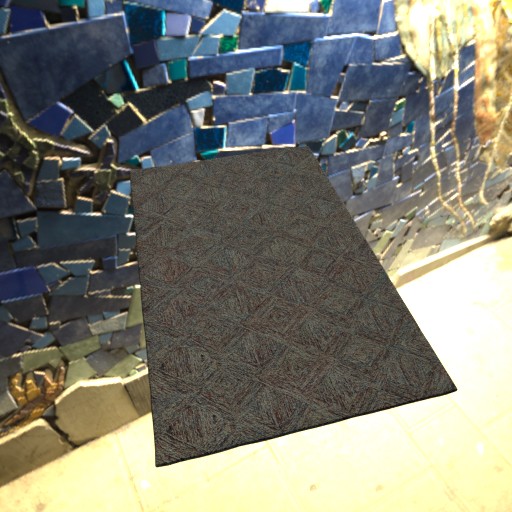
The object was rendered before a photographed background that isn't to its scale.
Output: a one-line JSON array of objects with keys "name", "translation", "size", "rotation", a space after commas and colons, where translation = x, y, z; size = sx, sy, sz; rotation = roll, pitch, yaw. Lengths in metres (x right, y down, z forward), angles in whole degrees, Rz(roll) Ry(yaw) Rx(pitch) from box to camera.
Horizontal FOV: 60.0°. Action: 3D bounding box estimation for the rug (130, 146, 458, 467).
[{"name": "rug", "translation": [0.000, 0.000, 2.177], "size": [1.143, 0.014, 1.761], "rotation": [-10, 47, -10]}]
